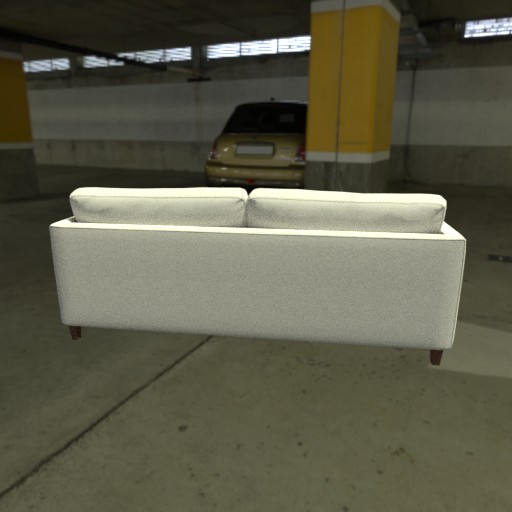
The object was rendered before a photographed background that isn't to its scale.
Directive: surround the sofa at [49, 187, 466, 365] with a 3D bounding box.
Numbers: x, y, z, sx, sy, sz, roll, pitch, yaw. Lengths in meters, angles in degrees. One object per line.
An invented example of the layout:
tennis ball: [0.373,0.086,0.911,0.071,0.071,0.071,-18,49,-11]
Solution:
sofa: [0.000,0.000,2.957,2.361,0.962,0.951,2,16,8]
